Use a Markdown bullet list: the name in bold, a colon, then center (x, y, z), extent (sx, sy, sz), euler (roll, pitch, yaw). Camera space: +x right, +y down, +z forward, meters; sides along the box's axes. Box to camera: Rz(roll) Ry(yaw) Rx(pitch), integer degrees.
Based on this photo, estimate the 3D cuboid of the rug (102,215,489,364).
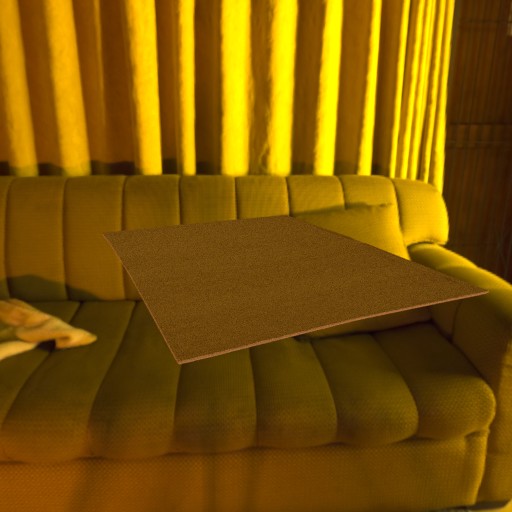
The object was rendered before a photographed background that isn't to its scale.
- **rug**: center (0.000, 0.000, 4.246), extent (2.434, 0.045, 3.202), euler (-8, 19, -24)
